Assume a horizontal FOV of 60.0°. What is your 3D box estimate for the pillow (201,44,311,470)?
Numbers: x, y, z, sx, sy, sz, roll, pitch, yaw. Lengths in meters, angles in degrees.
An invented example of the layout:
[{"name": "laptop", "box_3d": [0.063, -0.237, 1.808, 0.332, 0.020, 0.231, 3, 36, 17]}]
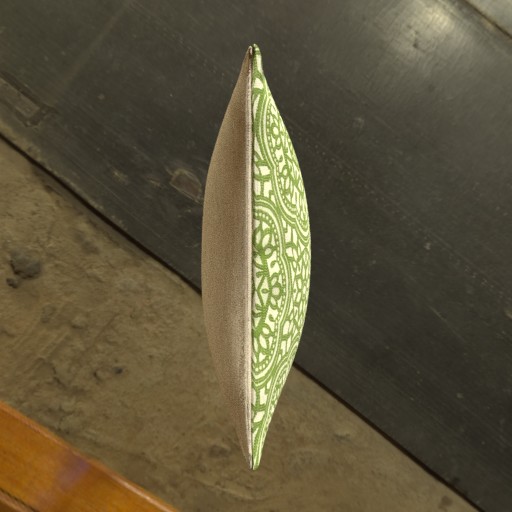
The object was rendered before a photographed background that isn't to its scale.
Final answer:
[{"name": "pillow", "box_3d": [0.000, 0.000, 0.655, 0.162, 0.419, 0.440, 0, 90, 1]}]
